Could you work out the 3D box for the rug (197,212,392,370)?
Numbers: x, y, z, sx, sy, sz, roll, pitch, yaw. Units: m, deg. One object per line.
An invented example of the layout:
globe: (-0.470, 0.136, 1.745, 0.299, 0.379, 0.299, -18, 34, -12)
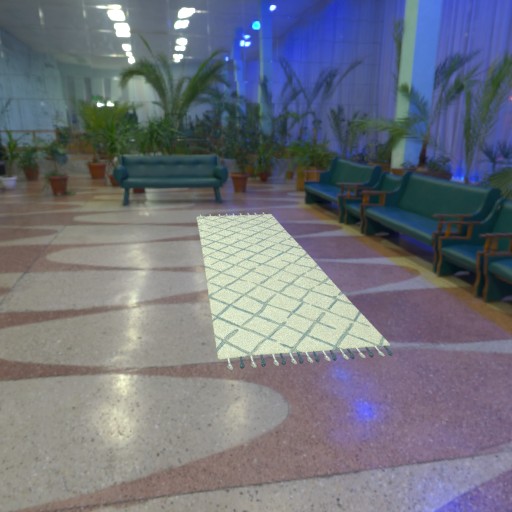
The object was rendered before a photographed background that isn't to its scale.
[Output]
rug: (0.000, 0.000, 2.594, 0.620, 0.008, 2.372, -3, 18, -9)
